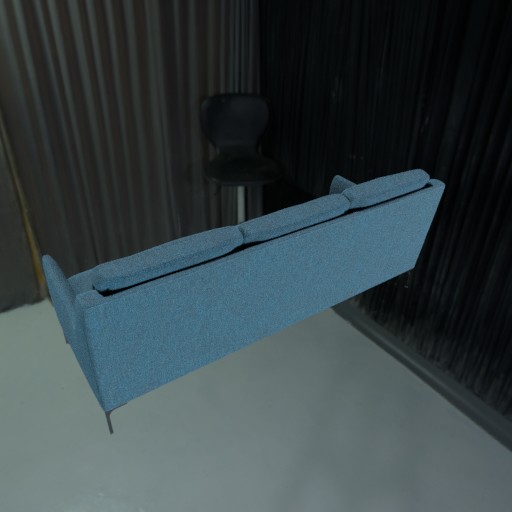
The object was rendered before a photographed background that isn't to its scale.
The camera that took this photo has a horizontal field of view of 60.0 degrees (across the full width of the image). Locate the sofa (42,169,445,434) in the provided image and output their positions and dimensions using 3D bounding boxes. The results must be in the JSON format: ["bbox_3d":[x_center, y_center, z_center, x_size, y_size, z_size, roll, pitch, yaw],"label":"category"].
[{"bbox_3d":[0.000,0.000,2.469,2.060,0.837,0.849,-19,36,-30],"label":"sofa"}]
